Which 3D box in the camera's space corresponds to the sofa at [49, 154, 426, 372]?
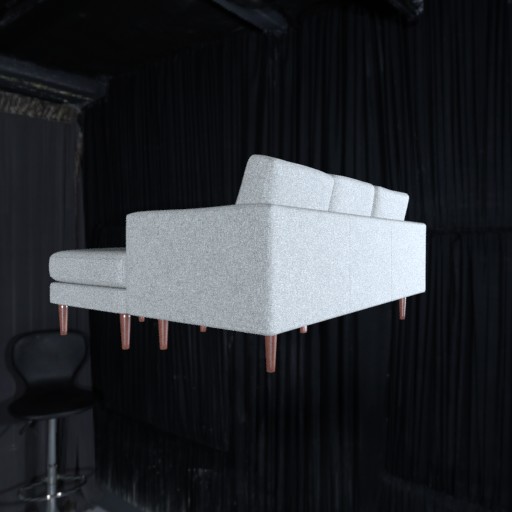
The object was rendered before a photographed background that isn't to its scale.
[{"bbox_3d":[0.000,0.000,3.015,1.667,0.957,2.055,1,2,37],"label":"sofa"}]
